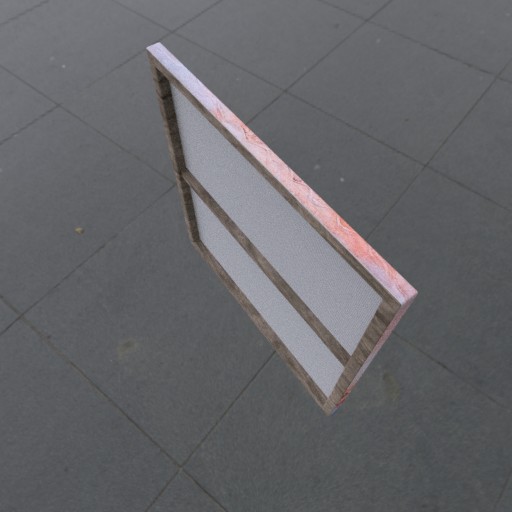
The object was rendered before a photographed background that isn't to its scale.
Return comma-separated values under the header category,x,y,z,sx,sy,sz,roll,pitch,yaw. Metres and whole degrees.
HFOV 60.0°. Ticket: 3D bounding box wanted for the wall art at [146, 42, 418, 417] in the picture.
category,x,y,z,sx,sy,sz,roll,pitch,yaw
wall art,0.000,0.000,1.106,0.035,0.747,0.747,-32,64,-18
